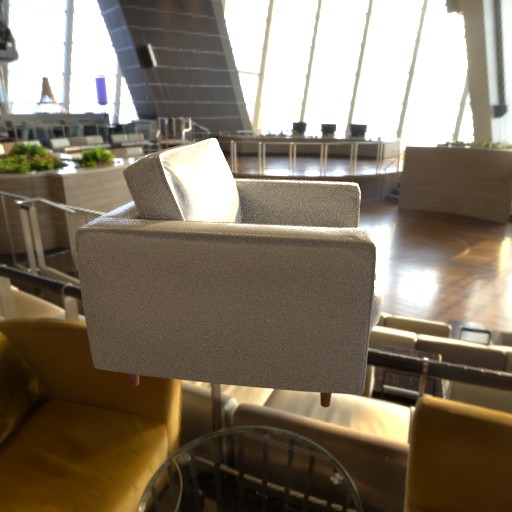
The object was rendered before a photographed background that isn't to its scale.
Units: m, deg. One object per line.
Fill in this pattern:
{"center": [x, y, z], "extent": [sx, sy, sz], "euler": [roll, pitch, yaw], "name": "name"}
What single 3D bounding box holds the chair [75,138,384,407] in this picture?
{"center": [0.000, 0.000, 1.575], "extent": [0.843, 0.773, 0.928], "euler": [3, 19, 9], "name": "chair"}
